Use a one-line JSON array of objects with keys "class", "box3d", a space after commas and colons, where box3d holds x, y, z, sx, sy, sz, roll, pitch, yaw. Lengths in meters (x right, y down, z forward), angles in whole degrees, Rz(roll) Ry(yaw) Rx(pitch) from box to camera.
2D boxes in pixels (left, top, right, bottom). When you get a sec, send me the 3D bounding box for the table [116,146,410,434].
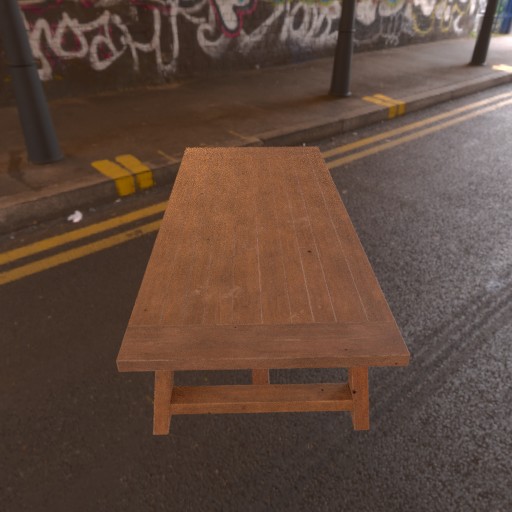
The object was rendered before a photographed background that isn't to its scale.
[{"class": "table", "box3d": [0.000, 0.000, 2.117, 0.820, 0.465, 1.800, -1, 32, -1]}]
